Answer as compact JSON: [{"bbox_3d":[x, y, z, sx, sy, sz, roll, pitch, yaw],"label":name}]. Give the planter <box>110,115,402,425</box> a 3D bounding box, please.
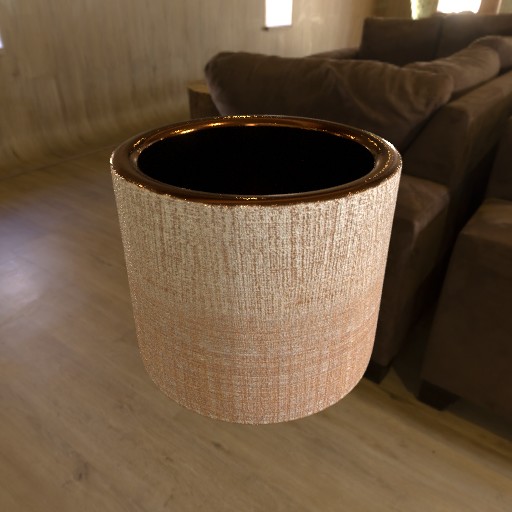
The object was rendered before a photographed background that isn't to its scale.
[{"bbox_3d":[0.000,0.000,0.313,0.177,0.157,0.177,0,30,0],"label":"planter"}]
